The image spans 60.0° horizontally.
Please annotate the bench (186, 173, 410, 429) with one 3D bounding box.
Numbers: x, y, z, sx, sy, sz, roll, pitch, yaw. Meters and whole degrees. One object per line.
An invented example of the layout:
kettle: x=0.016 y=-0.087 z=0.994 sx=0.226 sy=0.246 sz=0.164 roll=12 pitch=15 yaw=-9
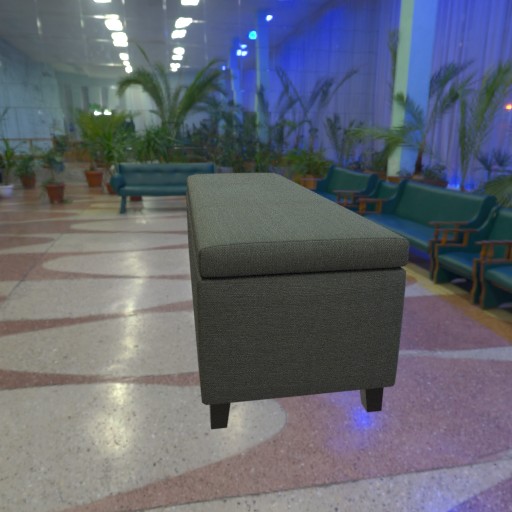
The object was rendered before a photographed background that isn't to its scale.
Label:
bench: x=0.000 y=0.000 z=1.518 sx=0.446 sy=0.438 sz=1.269 roll=-3 pitch=17 yaw=-9
